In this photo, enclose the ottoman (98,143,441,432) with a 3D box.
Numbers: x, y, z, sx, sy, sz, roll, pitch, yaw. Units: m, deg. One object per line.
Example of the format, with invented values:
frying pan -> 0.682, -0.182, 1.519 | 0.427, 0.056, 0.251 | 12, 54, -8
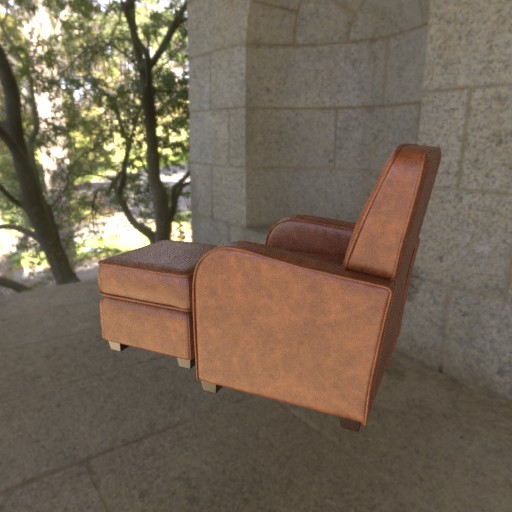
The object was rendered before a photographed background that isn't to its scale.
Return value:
ottoman -> 0.000, 0.000, 1.830 | 1.314, 0.904, 0.732 | 7, 16, 24
